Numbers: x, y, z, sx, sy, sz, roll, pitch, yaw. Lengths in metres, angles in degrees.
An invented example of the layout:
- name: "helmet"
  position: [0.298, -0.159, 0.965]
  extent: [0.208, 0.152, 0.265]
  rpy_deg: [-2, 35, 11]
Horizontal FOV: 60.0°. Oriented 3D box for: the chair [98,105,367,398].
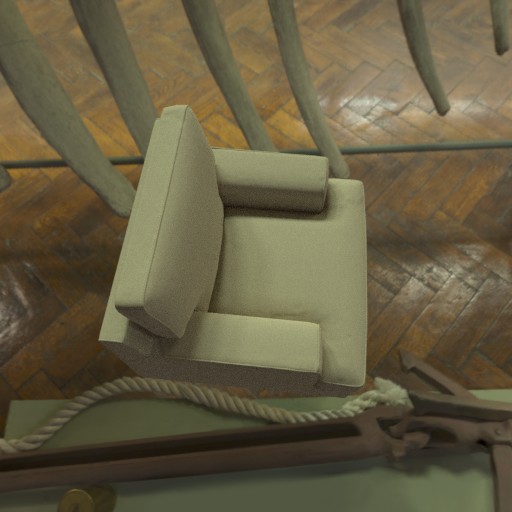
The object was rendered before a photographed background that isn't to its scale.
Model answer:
- name: "chair"
  position: [0.000, 0.000, 2.214]
  extent: [1.274, 1.005, 1.293]
  rpy_deg: [-2, 64, -1]
